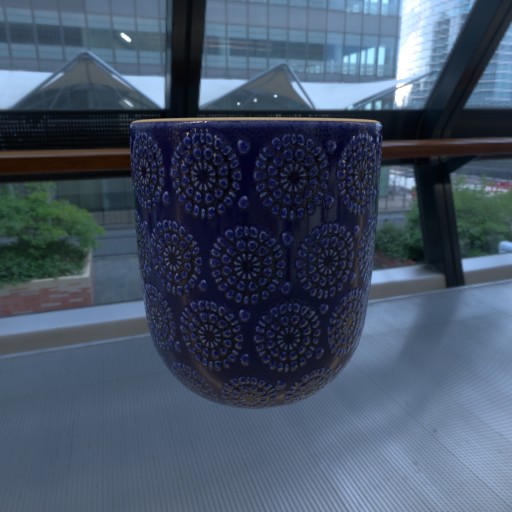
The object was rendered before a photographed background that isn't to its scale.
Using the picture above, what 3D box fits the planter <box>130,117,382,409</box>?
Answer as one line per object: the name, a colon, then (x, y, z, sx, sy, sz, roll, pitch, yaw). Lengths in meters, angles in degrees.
planter: (0.000, 0.000, 0.357, 0.184, 0.206, 0.184, 0, 15, 0)
